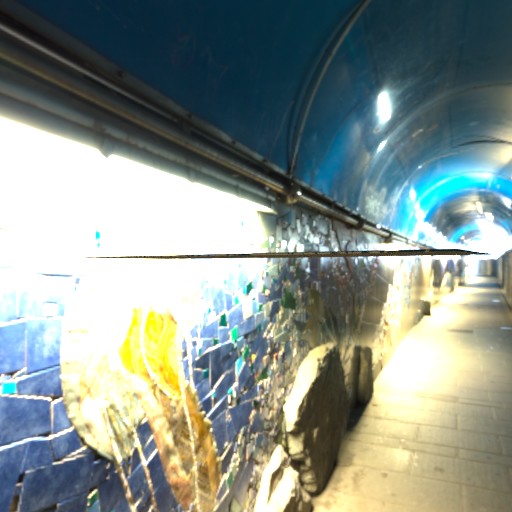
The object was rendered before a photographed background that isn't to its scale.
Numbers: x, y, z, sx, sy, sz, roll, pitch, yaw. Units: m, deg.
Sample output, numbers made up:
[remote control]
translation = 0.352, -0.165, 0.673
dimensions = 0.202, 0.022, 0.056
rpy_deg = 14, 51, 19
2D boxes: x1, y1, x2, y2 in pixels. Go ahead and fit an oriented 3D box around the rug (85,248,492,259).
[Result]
[rug]
translation = 0.000, 0.000, 2.681
dimensions = 2.435, 0.011, 0.750
rpy_deg = -1, -2, 37
